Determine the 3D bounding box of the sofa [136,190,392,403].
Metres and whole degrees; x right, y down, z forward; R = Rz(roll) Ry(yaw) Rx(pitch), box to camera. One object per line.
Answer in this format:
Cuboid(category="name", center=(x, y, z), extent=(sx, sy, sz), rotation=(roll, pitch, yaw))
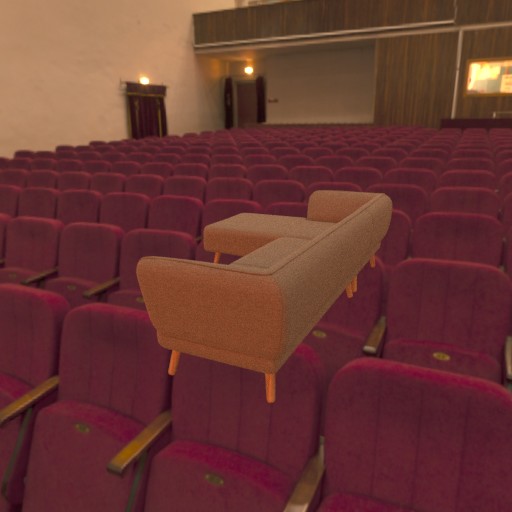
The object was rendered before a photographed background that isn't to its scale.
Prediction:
Cuboid(category="sofa", center=(0.000, 0.000, 3.305), extent=(1.532, 0.693, 2.653), rotation=(8, 18, 25))
